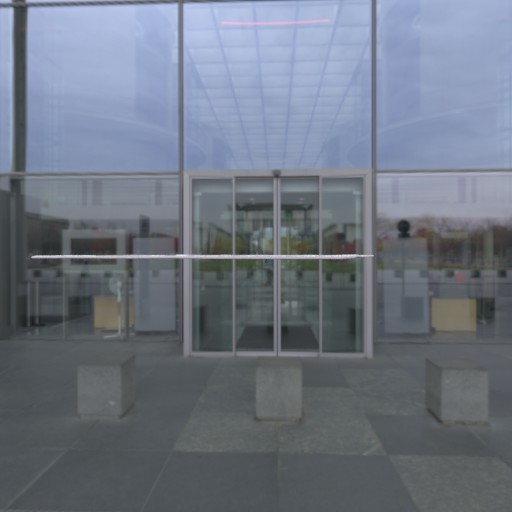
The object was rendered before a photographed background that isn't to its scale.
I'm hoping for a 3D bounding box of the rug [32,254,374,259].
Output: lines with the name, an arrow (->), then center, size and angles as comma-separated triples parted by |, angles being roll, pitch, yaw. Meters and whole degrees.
rug -> 0.000, 0.000, 1.074 | 0.515, 0.007, 0.867 | 0, 0, 18
